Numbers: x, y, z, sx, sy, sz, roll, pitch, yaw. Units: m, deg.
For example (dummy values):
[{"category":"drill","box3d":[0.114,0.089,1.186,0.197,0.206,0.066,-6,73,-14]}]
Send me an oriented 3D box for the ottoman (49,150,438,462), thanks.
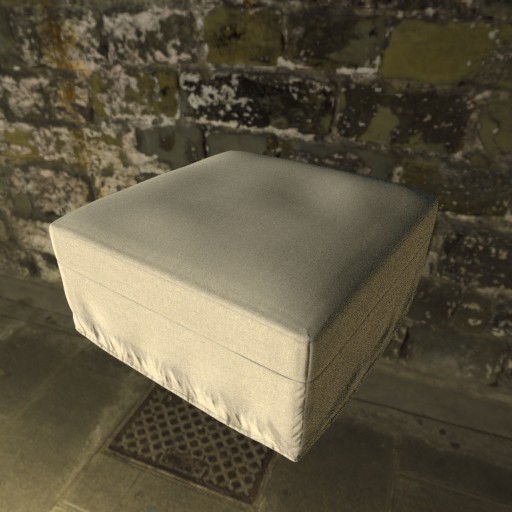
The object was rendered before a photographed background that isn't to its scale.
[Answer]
[{"category":"ottoman","box3d":[0.000,0.000,1.362,0.843,0.436,0.840,20,36,30]}]
